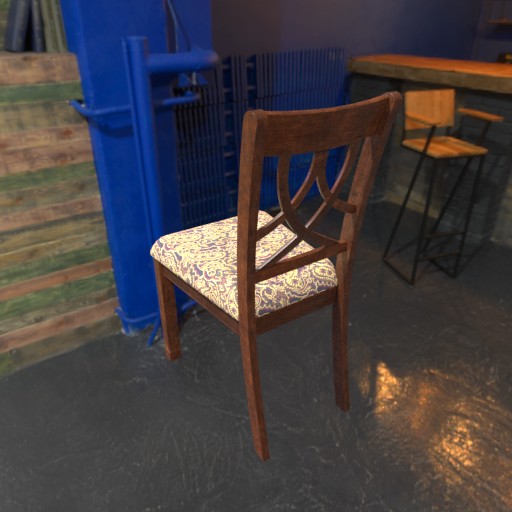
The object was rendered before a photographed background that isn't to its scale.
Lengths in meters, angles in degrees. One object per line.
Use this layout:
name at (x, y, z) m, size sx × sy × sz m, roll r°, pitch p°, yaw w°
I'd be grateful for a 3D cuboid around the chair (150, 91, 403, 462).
chair at (0.000, 0.000, 1.319) m, size 0.457 × 0.965 × 0.584 m, roll -18°, pitch 34°, yaw -29°
